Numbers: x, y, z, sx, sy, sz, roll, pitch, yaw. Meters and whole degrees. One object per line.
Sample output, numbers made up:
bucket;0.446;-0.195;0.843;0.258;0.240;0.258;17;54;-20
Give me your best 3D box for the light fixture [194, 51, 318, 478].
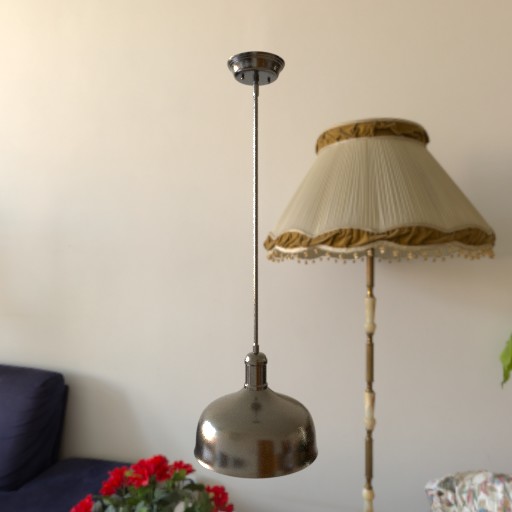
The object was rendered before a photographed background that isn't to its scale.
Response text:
light fixture;0.000;0.000;1.081;0.299;0.935;0.299;0;0;-19
